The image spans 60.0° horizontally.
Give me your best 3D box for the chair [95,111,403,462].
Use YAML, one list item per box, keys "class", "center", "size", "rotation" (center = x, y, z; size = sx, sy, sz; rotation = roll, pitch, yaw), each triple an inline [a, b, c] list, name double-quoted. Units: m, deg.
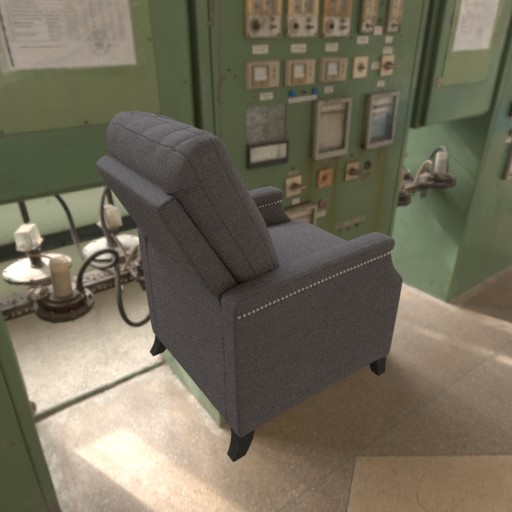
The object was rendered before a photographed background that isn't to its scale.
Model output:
- class: "chair"
  center: [0.000, 0.000, 1.642]
  size: [0.922, 1.049, 0.710]
  rotation: [-18, 32, -31]
